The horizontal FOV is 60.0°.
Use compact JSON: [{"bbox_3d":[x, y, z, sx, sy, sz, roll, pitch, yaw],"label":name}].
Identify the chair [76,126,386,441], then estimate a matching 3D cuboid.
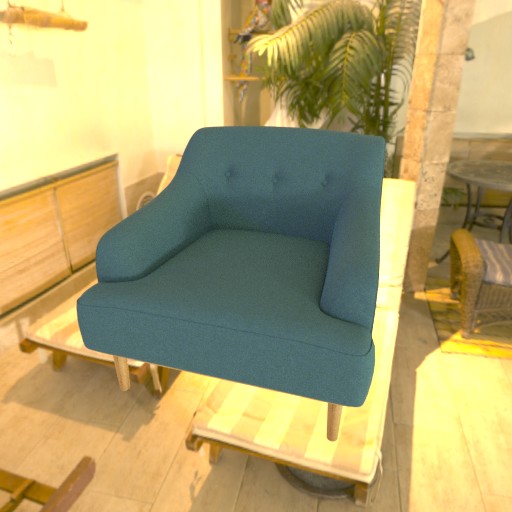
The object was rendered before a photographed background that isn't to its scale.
[{"bbox_3d":[0.000,0.000,1.663,0.946,0.818,0.951,8,26,16],"label":"chair"}]
